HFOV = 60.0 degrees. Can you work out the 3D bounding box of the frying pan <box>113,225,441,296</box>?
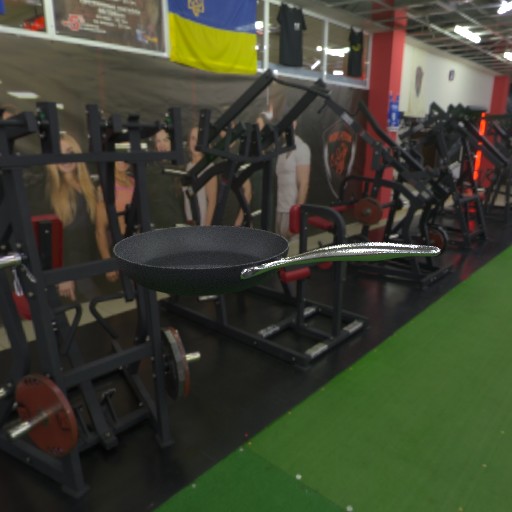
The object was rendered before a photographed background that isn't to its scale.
[{"bbox_3d":[0.000,0.000,0.585,0.472,0.105,0.255,14,21,42],"label":"frying pan"}]
